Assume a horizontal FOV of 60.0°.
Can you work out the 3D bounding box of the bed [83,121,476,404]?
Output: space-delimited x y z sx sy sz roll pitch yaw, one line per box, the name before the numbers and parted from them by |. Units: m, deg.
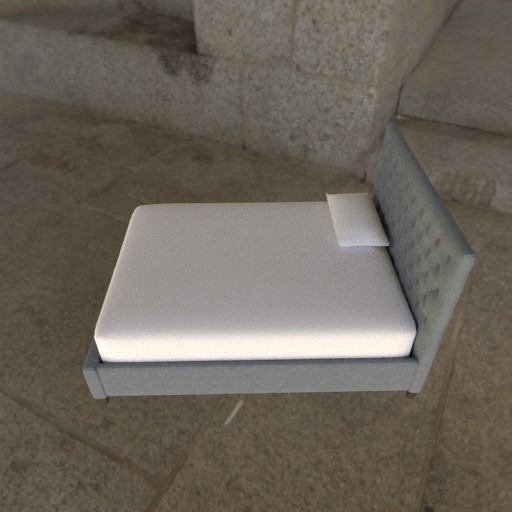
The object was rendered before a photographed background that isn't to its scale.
bed | 0.000 0.000 3.400 2.335 1.411 1.698 -1 41 -1
